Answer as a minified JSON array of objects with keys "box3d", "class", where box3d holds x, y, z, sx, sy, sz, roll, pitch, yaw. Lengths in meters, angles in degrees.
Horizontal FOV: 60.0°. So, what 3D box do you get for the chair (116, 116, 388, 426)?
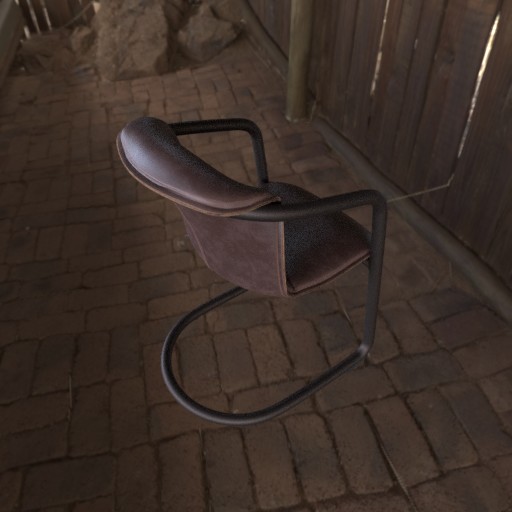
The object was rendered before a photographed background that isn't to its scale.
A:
[{"box3d":[0.000,0.000,1.283,0.664,0.836,0.536,-25,46,-27],"class":"chair"}]
